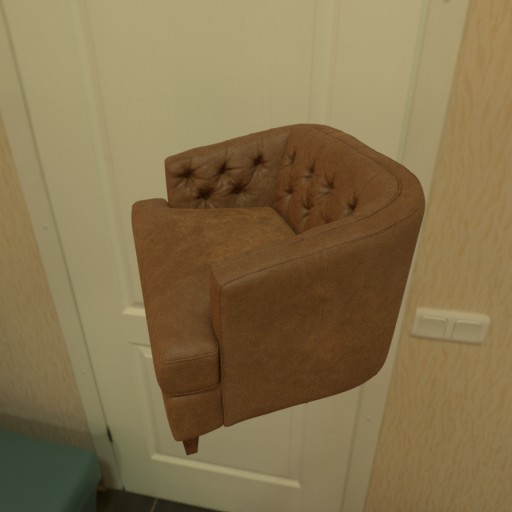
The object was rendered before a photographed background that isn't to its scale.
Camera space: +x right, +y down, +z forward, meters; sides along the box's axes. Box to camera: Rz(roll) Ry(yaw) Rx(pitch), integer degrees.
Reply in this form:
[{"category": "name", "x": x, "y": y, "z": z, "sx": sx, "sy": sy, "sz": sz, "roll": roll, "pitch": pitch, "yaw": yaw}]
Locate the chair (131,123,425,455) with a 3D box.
[{"category": "chair", "x": 0.000, "y": 0.000, "z": 1.767, "sx": 0.911, "sy": 0.836, "sz": 1.119, "roll": -9, "pitch": 31, "yaw": -15}]
